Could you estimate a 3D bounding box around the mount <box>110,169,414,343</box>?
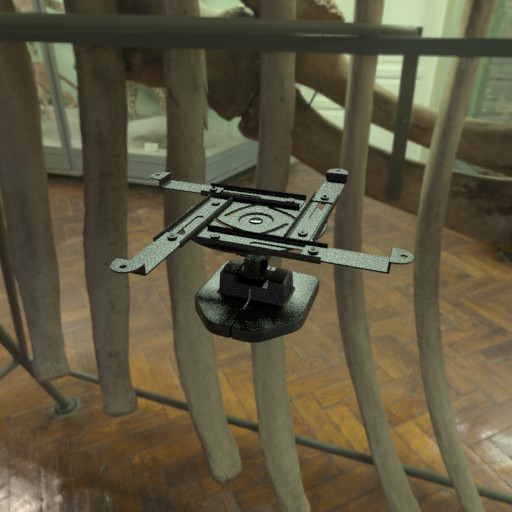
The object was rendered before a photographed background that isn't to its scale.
[{"bbox_3d":[0.000,0.000,0.599,0.394,0.141,0.394,10,30,18],"label":"mount"}]
